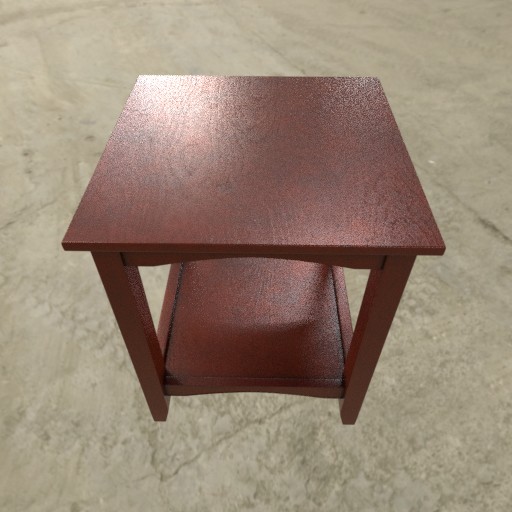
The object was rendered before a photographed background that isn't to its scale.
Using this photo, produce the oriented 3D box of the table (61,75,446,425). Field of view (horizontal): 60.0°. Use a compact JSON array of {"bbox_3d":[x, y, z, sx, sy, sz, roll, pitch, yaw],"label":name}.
[{"bbox_3d":[0.000,0.000,0.948,0.522,0.558,0.523,2,46,2],"label":"table"}]
